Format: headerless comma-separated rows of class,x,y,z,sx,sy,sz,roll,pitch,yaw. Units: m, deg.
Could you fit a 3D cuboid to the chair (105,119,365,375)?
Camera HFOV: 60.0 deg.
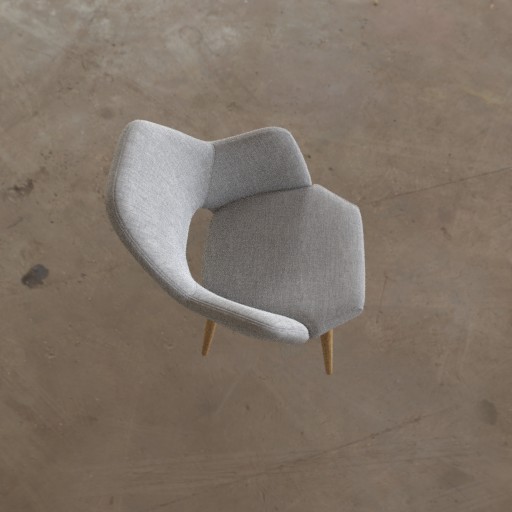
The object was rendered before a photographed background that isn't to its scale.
chair,0.000,0.000,1.285,0.610,0.840,0.590,4,64,2
